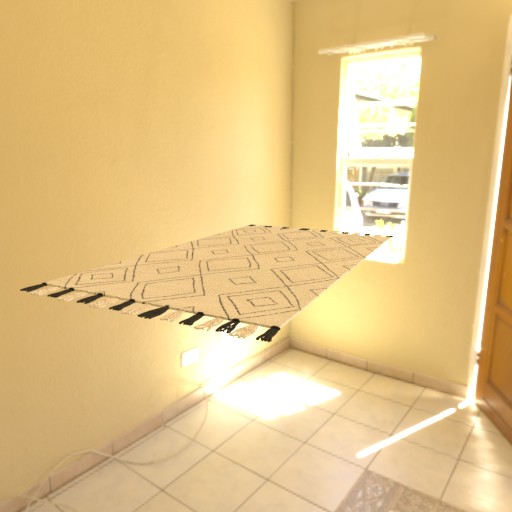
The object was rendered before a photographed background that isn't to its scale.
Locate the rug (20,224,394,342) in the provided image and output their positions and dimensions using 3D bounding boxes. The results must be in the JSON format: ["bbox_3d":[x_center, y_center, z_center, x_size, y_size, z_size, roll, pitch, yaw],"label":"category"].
[{"bbox_3d":[0.000,0.000,3.268,1.524,0.021,2.755,6,14,27],"label":"rug"}]
